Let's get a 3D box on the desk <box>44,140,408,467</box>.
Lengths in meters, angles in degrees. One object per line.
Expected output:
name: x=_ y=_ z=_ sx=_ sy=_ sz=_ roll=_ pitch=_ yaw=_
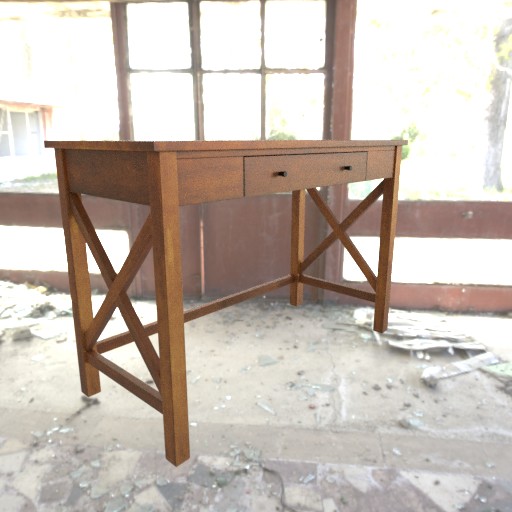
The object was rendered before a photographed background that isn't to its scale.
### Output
desk: x=0.000 y=0.000 z=1.508 sx=0.508 sy=0.762 sz=1.117 roll=13 pitch=20 yaw=41
